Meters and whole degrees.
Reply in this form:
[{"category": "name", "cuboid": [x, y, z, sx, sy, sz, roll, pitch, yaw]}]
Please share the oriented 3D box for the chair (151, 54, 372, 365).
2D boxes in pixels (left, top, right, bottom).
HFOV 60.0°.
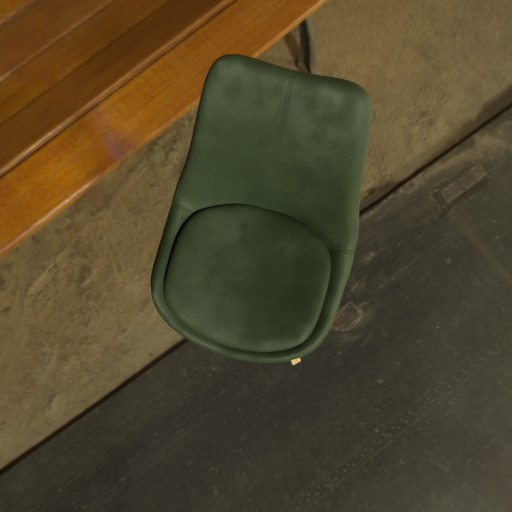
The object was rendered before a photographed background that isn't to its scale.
[{"category": "chair", "cuboid": [0.000, 0.000, 1.187, 0.483, 0.865, 0.547, 16, 76, 4]}]
